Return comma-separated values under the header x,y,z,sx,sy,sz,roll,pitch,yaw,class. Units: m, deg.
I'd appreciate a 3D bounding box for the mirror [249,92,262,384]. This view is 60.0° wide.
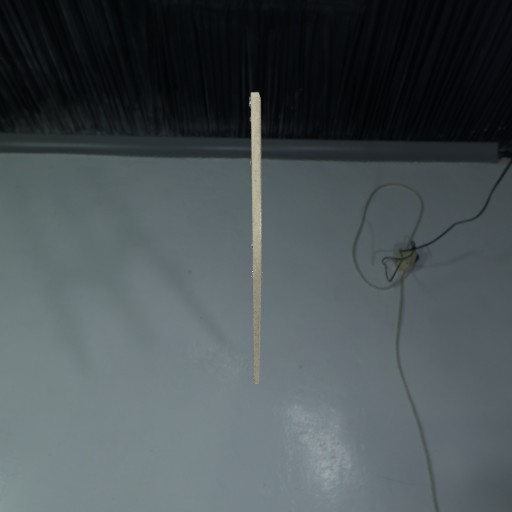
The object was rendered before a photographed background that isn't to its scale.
x,y,z,sx,sy,sz,roll,pitch,yaw,class
0.000,0.000,1.347,0.025,1.175,0.464,-1,59,0,mirror
